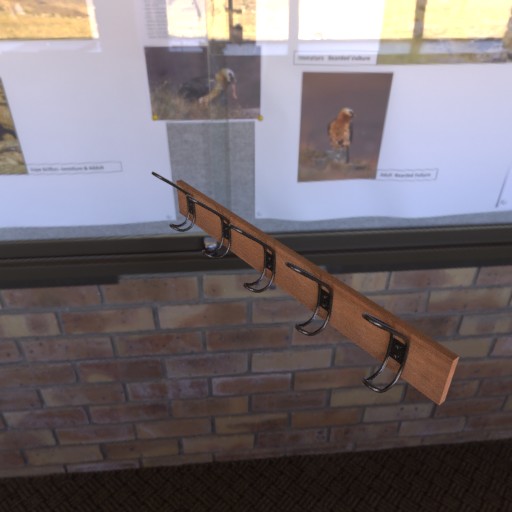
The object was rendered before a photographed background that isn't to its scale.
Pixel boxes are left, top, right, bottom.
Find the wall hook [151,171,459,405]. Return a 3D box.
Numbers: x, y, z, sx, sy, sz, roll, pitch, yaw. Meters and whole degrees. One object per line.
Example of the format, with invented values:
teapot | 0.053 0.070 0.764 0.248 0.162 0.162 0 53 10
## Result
wall hook | 0.000 0.000 0.602 0.076 0.116 0.554 -22 38 -31
